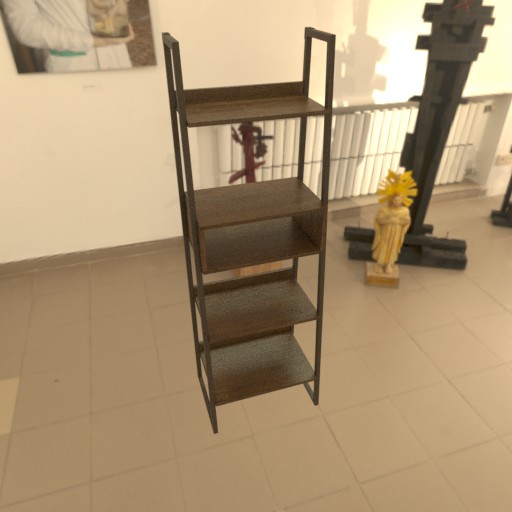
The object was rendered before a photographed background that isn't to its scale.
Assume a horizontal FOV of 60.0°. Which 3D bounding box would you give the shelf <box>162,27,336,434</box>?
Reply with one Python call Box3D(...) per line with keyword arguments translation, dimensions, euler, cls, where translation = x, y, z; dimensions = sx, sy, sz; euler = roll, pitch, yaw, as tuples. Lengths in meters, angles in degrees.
Box3D(translation=(0.000, 0.000, 2.234), dimensions=(0.652, 2.005, 0.454), euler=(-10, 34, -15), cls="shelf")
